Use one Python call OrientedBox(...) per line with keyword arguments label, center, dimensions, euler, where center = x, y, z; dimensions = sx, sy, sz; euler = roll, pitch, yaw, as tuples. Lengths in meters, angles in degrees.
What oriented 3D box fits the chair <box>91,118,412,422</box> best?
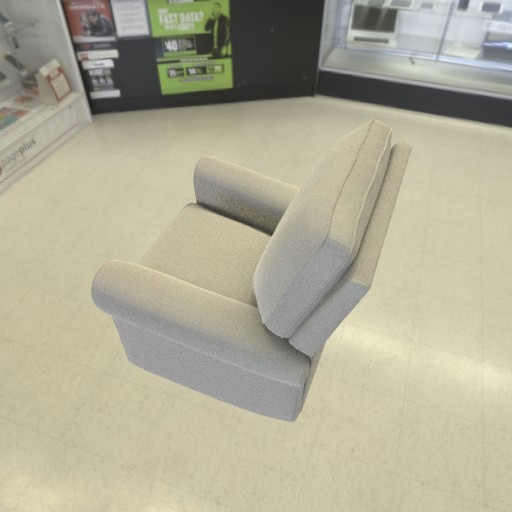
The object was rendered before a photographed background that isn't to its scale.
OrientedBox(label="chair", center=(0.000, 0.000, 1.679), dimensions=(0.878, 0.960, 0.890), euler=(16, 47, 16))
